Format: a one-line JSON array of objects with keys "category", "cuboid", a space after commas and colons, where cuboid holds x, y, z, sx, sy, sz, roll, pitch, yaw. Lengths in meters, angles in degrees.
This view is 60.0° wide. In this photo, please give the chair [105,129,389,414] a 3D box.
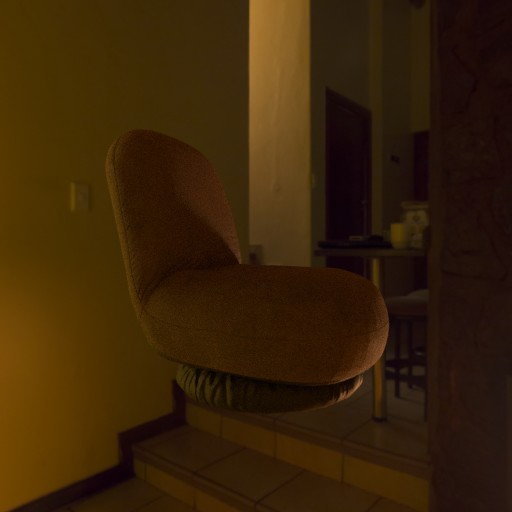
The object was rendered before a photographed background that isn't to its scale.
[{"category": "chair", "cuboid": [0.000, 0.000, 1.039, 0.597, 0.594, 0.521, 0, 1, 20]}]
